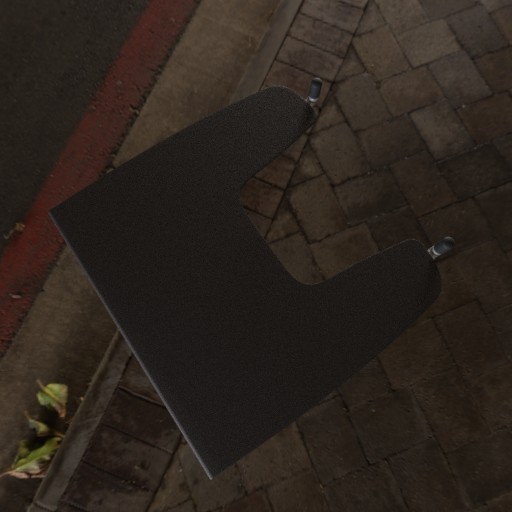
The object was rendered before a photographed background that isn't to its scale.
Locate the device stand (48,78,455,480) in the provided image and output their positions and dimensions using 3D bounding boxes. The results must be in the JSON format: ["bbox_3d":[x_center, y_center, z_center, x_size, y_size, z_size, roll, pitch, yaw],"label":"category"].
[{"bbox_3d":[0.000,0.000,0.355,0.230,0.092,0.230,-34,78,-8],"label":"device stand"}]
